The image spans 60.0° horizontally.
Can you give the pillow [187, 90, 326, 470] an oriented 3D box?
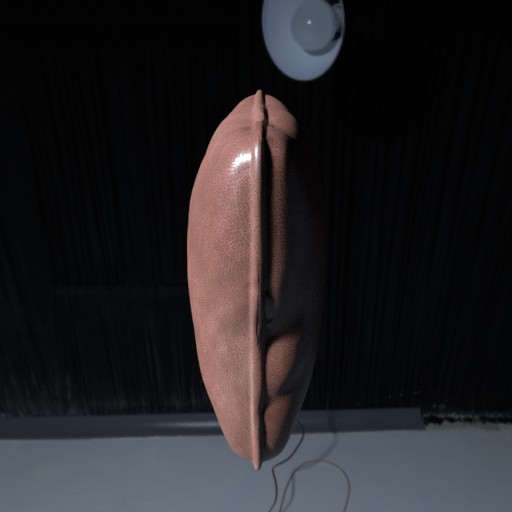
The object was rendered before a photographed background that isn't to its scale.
[{"bbox_3d":[0.000,0.000,0.802,0.236,0.523,0.532,0,26,1],"label":"pillow"}]
